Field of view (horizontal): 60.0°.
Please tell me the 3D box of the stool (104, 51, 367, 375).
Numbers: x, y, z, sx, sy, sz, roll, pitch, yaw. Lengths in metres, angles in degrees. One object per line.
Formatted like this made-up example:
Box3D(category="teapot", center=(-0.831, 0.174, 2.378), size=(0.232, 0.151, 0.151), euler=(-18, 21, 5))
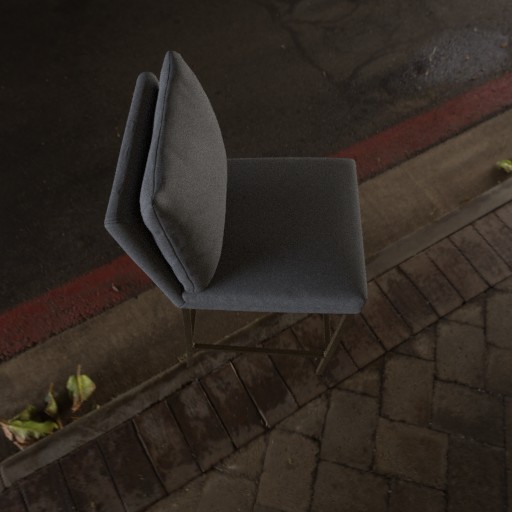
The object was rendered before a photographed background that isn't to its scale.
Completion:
Box3D(category="stool", center=(0.000, 0.000, 1.369), size=(0.569, 1.130, 0.463), euler=(2, 62, 1))
